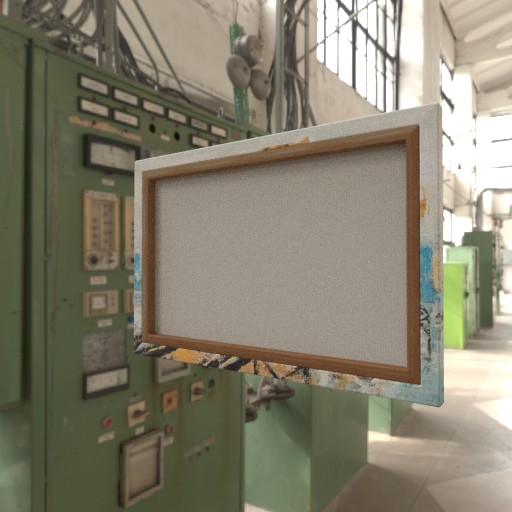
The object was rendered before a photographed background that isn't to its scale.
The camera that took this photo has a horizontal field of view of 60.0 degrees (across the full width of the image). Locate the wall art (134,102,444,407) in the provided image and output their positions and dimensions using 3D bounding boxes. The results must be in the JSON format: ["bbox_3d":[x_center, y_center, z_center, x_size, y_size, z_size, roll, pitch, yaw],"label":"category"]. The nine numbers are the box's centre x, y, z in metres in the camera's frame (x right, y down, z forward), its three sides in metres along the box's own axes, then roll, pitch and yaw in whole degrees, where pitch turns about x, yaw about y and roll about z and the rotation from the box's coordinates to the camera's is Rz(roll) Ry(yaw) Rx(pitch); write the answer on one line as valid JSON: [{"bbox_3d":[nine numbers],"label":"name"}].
[{"bbox_3d":[0.000,0.000,1.156,0.913,0.609,0.038,-1,-1,35],"label":"wall art"}]
